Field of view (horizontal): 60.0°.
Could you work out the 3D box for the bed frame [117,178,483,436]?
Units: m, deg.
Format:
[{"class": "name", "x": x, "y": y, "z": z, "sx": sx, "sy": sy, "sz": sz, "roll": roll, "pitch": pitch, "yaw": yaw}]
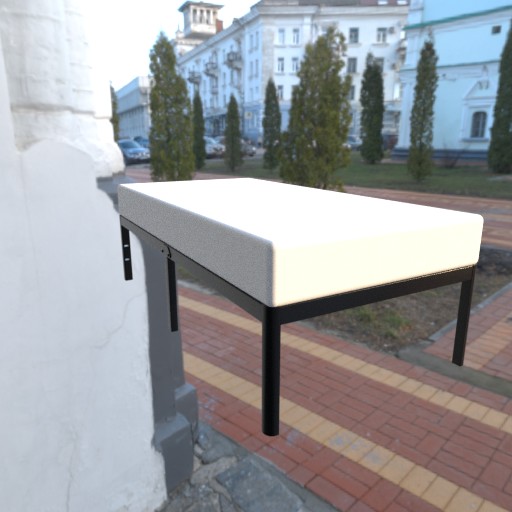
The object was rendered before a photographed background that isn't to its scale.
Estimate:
[{"class": "bed frame", "x": 0.000, "y": 0.000, "z": 2.420, "sx": 1.023, "sy": 0.659, "sz": 1.950, "roll": -8, "pitch": 17, "yaw": -28}]
